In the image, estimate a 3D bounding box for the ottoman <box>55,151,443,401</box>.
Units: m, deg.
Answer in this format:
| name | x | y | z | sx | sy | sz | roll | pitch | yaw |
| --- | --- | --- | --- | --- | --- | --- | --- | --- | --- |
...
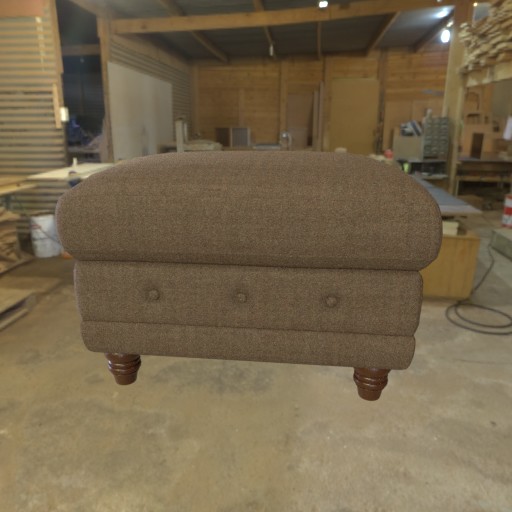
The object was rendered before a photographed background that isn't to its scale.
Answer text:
| name | x | y | z | sx | sy | sz | roll | pitch | yaw |
| --- | --- | --- | --- | --- | --- | --- | --- | --- | --- |
| ottoman | 0.000 | 0.000 | 1.213 | 0.809 | 0.555 | 0.599 | 2 | 17 | 6 |
